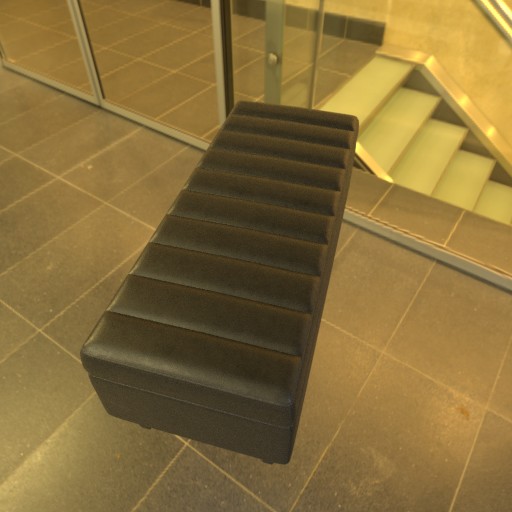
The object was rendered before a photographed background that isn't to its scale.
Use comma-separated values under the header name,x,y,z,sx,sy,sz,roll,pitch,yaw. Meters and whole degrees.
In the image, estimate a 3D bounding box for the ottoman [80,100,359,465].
name,x,y,z,sx,sy,sz,roll,pitch,yaw
ottoman,0.000,0.000,1.411,0.482,0.469,1.151,11,47,11
